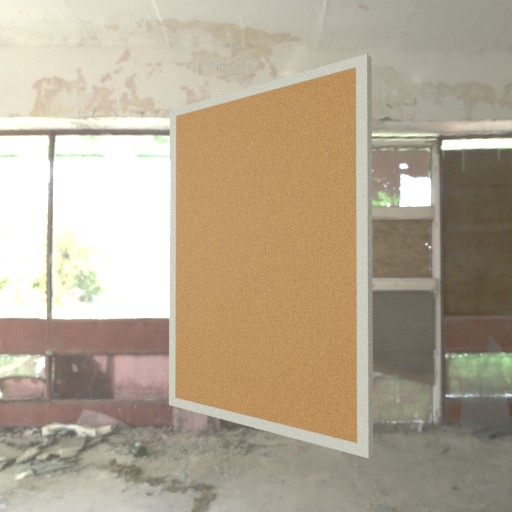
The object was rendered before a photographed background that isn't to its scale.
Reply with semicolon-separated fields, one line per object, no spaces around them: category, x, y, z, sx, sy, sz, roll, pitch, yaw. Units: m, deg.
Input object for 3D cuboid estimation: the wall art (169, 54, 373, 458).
wall art;0.000;0.000;0.567;0.303;0.433;0.013;-1;-1;36
